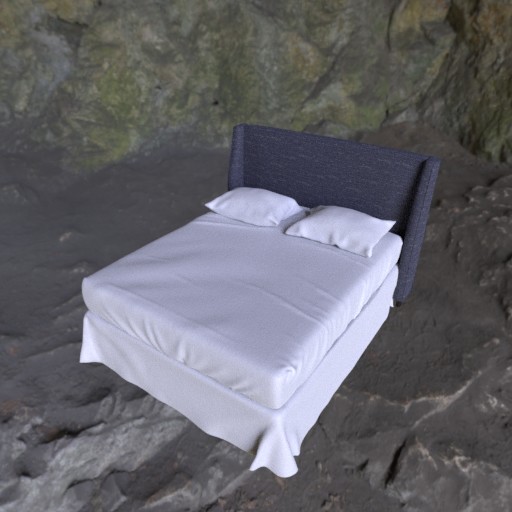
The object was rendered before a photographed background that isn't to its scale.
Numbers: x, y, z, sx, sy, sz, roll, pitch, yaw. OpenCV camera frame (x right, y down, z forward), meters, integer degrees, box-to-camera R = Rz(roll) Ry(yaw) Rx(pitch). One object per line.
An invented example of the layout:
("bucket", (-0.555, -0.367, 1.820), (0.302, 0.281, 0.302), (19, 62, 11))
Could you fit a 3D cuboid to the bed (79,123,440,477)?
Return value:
("bed", (0.000, 0.000, 3.389), (1.925, 1.332, 2.276), (19, 36, 29))
